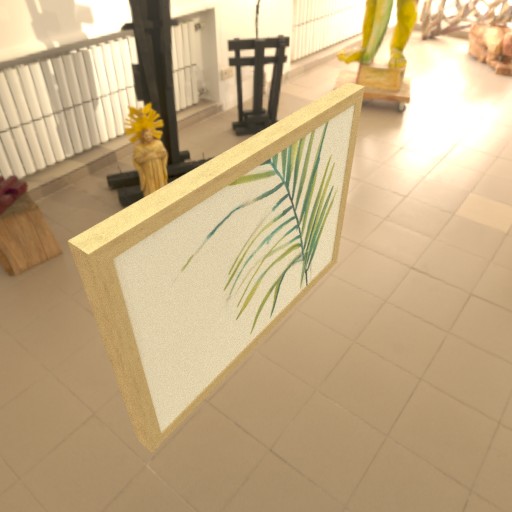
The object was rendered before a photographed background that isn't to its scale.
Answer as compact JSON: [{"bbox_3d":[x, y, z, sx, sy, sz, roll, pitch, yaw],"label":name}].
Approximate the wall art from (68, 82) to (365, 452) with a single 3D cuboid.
[{"bbox_3d":[0.000,0.000,0.689,0.032,0.380,0.532,27,47,28],"label":"wall art"}]
